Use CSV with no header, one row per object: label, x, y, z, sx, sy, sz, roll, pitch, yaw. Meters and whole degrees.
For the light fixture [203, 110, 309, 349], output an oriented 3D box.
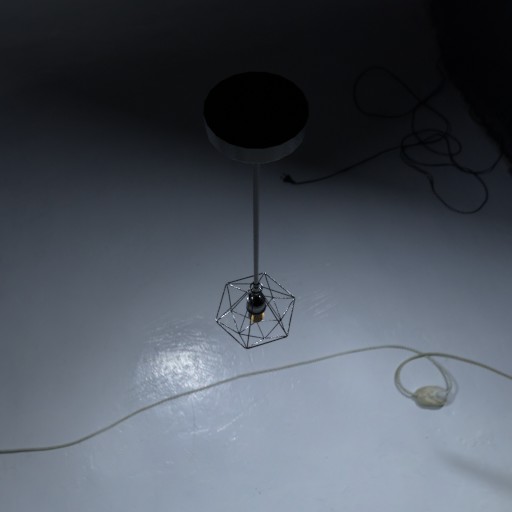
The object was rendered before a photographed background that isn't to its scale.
light fixture,0.000,0.000,2.010,0.487,1.764,0.431,-15,63,-8
